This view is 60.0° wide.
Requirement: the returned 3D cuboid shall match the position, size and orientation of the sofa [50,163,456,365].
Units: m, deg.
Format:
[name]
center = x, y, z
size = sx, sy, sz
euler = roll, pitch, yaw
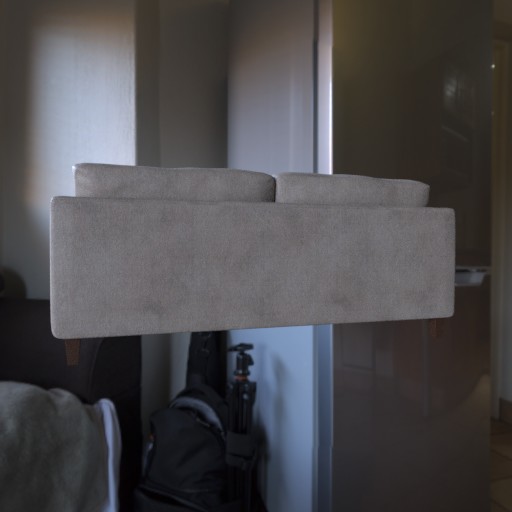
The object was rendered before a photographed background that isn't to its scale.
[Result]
[sofa]
center = 0.000, 0.000, 2.723
size = 2.208, 0.965, 0.951
euler = 0, 1, -17
